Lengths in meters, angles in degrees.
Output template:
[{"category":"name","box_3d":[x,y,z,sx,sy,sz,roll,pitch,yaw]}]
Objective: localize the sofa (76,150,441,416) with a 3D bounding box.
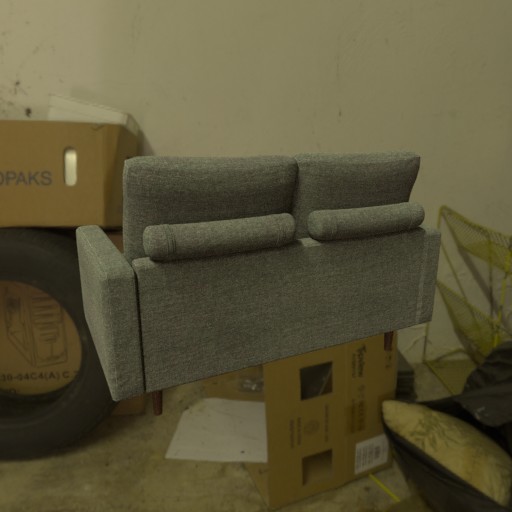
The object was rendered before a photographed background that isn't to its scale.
[{"category":"sofa","box_3d":[0.000,0.000,1.958,1.407,0.907,0.842,-8,17,-26]}]
